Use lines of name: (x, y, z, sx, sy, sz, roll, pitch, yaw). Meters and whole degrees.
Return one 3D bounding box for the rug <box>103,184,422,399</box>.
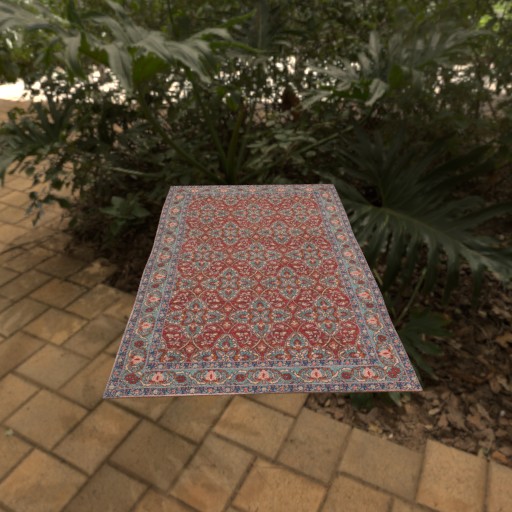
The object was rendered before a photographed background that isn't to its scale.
rug: (0.000, 0.000, 3.129, 1.533, 0.011, 2.439, -1, 33, -1)
